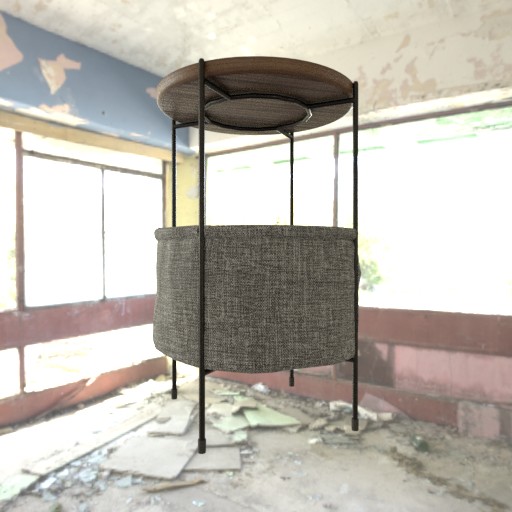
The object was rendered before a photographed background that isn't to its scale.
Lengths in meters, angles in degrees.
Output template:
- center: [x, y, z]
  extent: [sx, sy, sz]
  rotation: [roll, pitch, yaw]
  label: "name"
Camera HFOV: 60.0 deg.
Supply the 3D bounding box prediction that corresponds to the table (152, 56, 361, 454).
- center: [0.000, 0.000, 0.878]
  extent: [0.400, 0.623, 0.400]
  rotation: [0, 0, -19]
  label: "table"
